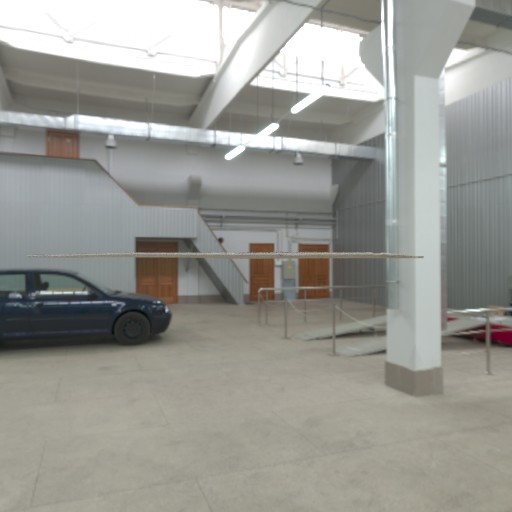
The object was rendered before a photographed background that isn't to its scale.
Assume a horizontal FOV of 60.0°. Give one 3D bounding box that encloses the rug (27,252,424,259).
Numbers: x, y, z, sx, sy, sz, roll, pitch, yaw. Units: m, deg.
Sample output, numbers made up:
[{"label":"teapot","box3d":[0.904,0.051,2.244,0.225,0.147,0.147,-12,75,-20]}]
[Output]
[{"label":"rug","box3d":[0.000,0.000,4.319,2.434,0.045,3.202,0,-1,34]}]
